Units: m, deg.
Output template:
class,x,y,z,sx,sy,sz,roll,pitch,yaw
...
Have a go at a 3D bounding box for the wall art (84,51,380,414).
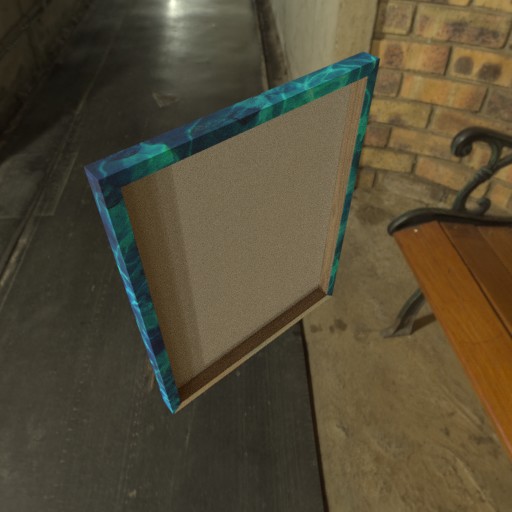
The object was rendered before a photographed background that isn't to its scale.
class,x,y,z,sx,sy,sz,roll,pitch,yaw
wall art,0.000,0.000,0.862,0.508,0.635,0.038,-32,55,-26
